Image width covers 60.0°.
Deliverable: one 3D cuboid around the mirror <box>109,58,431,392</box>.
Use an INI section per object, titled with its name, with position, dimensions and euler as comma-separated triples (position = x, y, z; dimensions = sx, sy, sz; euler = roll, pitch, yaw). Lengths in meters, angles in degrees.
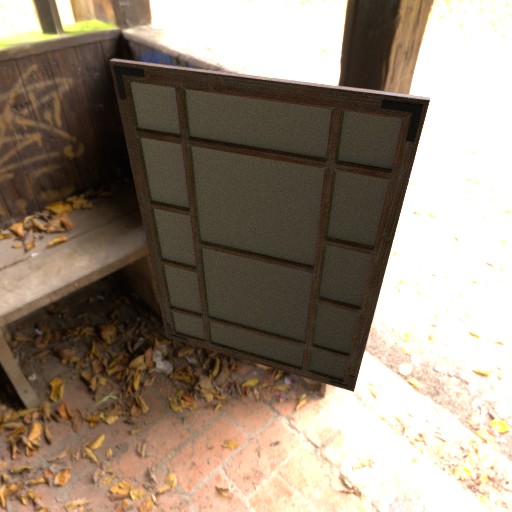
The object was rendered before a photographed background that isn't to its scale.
[mirror]
position = 0.000, 0.000, 1.258
dimensions = 0.705, 0.996, 0.025
euler = 13, 43, 14
